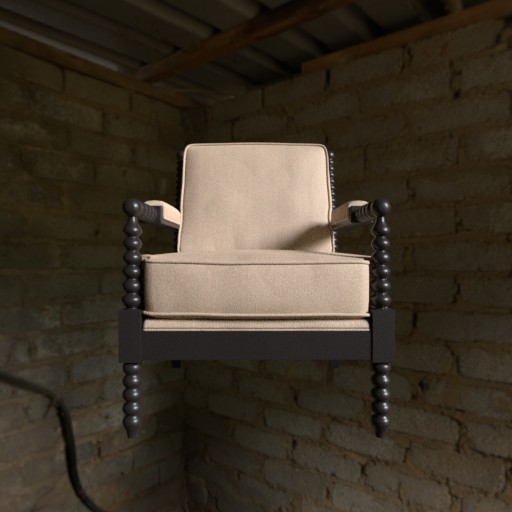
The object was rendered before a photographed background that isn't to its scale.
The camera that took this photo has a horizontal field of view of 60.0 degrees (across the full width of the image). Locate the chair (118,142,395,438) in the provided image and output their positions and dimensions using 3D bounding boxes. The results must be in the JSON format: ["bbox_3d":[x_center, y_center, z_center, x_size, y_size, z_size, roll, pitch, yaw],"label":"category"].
[{"bbox_3d":[0.000,0.000,1.156,0.555,0.703,0.657,0,0,0],"label":"chair"}]
